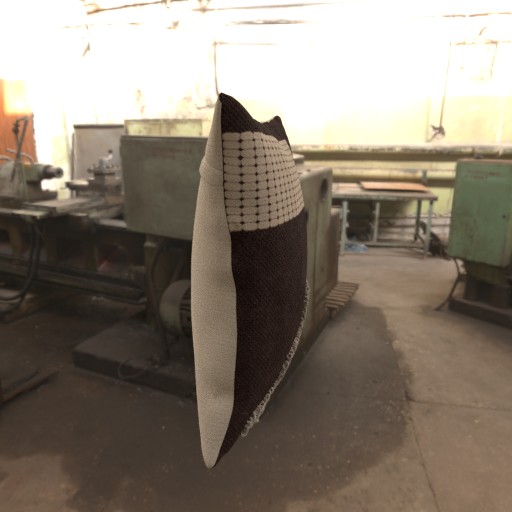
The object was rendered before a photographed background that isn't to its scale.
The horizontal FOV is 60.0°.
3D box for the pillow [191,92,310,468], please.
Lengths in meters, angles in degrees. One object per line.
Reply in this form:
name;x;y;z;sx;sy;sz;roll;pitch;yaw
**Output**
pillow;0.000;0.000;0.737;0.178;0.473;0.475;3;16;11
